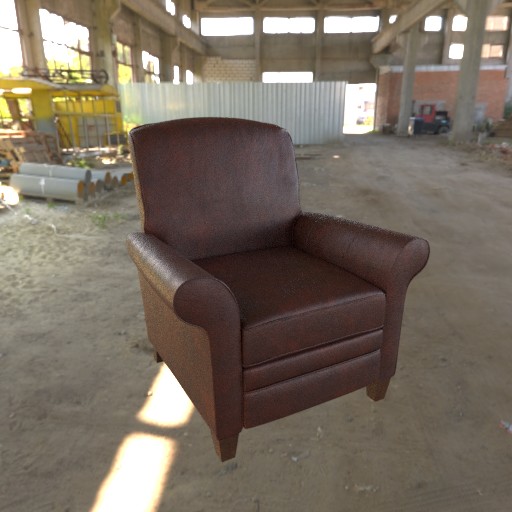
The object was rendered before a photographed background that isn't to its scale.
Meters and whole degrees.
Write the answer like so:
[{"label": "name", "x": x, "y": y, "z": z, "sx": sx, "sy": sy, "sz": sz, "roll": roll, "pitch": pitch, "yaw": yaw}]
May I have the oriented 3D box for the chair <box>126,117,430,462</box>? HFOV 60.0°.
[{"label": "chair", "x": 0.000, "y": 0.000, "z": 1.772, "sx": 0.978, "sy": 1.061, "sz": 0.902, "roll": -9, "pitch": 20, "yaw": -28}]
